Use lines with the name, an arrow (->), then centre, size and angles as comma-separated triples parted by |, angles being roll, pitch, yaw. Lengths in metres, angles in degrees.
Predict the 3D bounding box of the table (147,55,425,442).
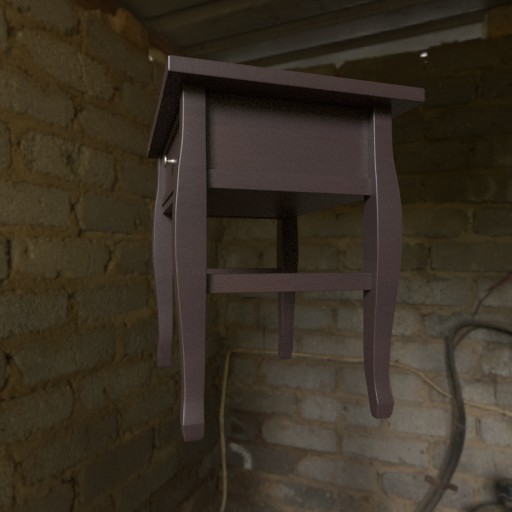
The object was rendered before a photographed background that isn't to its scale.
table -> 0.000, 0.000, 1.023 | 0.460, 0.605, 0.602 | 0, -1, -17
